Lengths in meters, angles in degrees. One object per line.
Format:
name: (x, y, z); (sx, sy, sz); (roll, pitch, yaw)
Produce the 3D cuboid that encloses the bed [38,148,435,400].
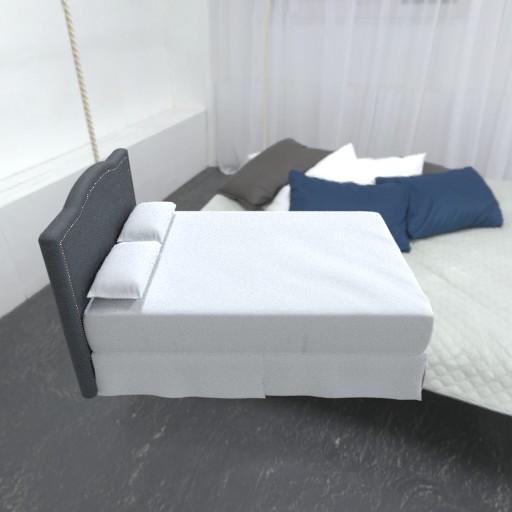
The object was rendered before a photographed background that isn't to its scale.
bed: (0.000, 0.000, 3.578); (2.507, 1.441, 1.747); (0, 31, 0)
